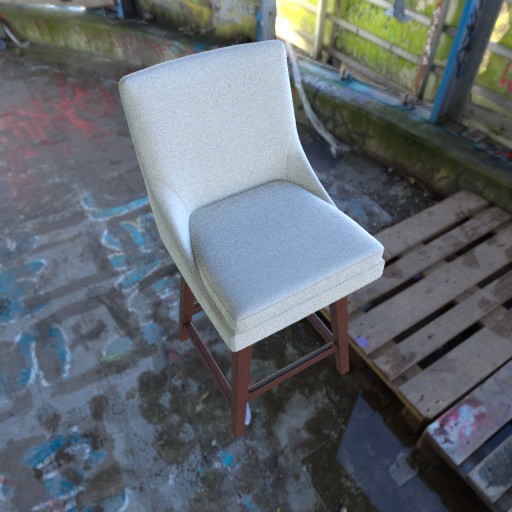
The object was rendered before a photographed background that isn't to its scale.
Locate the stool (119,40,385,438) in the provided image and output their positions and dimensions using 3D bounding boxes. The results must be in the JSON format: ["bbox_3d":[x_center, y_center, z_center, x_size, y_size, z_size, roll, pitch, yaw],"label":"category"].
[{"bbox_3d":[0.000,0.000,1.300,0.469,0.991,0.559,-24,51,-21],"label":"stool"}]
